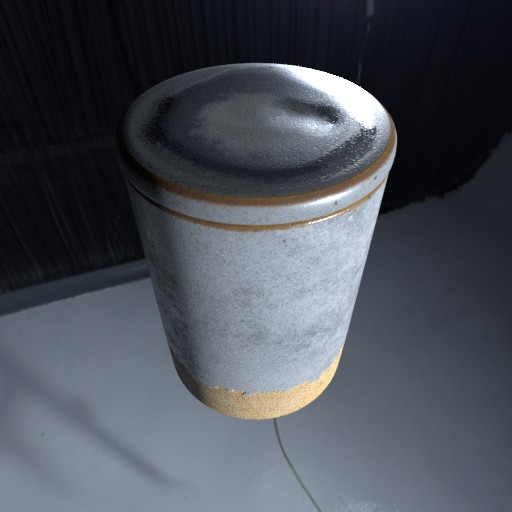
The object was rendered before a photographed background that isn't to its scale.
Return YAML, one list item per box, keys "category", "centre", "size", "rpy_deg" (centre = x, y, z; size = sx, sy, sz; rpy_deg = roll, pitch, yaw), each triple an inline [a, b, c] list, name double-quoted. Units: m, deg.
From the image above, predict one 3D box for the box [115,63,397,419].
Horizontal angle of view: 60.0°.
- category: "box"
  centre: [0.000, 0.000, 0.246]
  size: [0.118, 0.168, 0.118]
  rpy_deg: [0, 45, 0]
